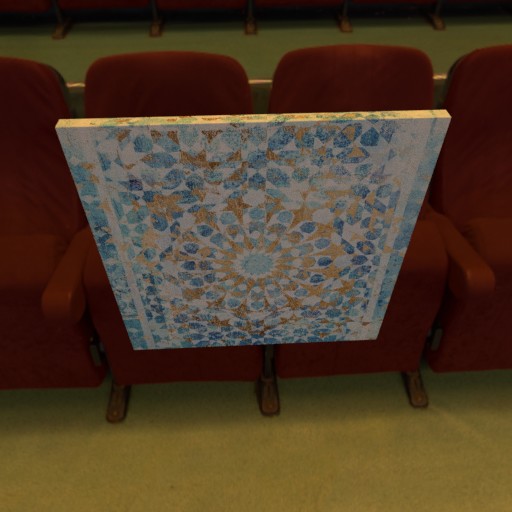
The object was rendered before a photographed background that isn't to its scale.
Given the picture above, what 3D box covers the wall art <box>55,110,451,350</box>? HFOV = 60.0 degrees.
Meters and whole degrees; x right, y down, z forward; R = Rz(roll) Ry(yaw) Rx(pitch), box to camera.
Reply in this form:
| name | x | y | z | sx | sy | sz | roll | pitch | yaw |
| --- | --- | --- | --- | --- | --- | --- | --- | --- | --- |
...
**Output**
| name | x | y | z | sx | sy | sz | roll | pitch | yaw |
| --- | --- | --- | --- | --- | --- | --- | --- | --- | --- |
| wall art | 0.000 | 0.000 | 1.360 | 0.916 | 0.916 | 0.040 | -2 | 45 | -2 |
